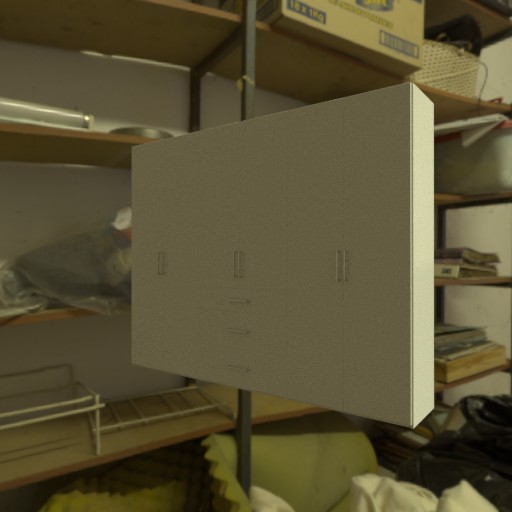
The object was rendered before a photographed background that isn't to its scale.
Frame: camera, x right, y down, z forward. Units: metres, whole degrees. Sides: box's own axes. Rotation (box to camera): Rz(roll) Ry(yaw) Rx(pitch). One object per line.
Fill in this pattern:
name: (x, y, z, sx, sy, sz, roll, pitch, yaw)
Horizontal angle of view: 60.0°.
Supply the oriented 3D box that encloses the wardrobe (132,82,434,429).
wardrobe: (0.000, 0.000, 4.094, 3.000, 2.360, 0.580, 0, 0, 37)
